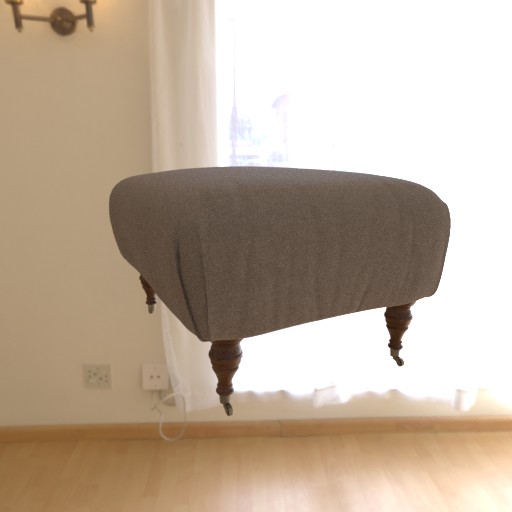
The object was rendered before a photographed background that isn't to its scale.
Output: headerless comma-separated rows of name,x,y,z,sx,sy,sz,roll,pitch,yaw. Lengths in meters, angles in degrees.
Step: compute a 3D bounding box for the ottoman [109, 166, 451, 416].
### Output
ottoman,0.000,0.000,1.139,0.622,0.450,0.747,-7,15,-26
